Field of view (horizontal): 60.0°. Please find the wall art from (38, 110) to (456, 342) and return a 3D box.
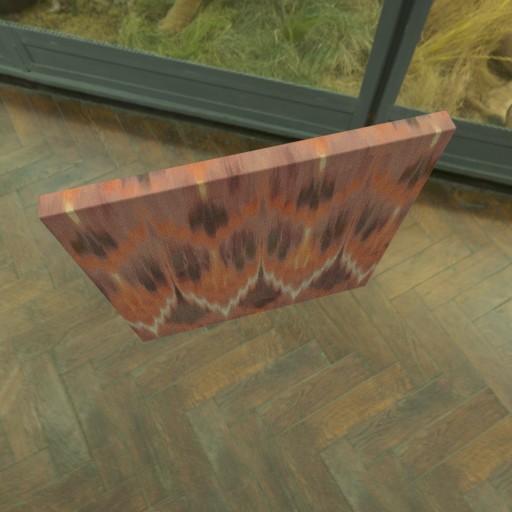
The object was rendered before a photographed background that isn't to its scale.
[{"bbox_3d":[0.000,0.000,0.899,0.603,0.609,0.037,-13,64,-7],"label":"wall art"}]
